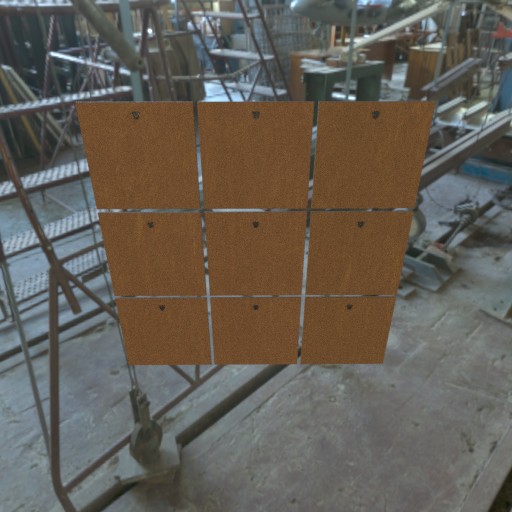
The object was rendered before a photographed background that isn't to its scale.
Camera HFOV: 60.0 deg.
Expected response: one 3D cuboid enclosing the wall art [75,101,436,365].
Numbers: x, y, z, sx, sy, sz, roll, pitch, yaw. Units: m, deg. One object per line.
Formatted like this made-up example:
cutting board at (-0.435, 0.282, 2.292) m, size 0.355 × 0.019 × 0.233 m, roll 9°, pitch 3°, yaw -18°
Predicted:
wall art at (0.000, 0.000, 2.269) m, size 1.526 × 1.522 × 0.023 m, roll 0°, pitch 31°, yaw 0°
